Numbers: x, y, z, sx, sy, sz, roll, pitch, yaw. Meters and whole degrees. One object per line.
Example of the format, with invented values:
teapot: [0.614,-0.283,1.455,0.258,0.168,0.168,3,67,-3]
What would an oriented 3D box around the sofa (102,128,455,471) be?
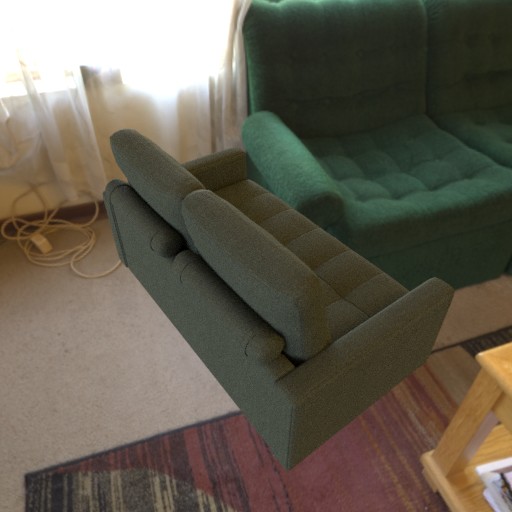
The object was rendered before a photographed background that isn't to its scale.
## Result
sofa: [0.000,0.000,1.923,0.842,0.907,1.407,-26,47,-27]
